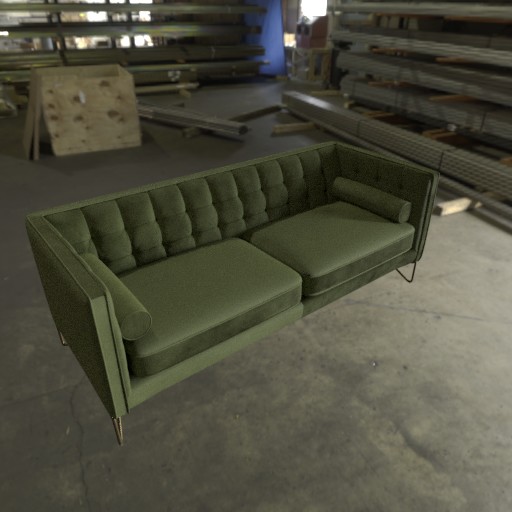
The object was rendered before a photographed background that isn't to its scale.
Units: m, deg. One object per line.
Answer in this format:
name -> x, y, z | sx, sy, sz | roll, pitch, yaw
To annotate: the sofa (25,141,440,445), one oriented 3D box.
sofa -> 0.000, 0.000, 2.483 | 2.087, 0.789, 0.867 | -21, 36, -32
